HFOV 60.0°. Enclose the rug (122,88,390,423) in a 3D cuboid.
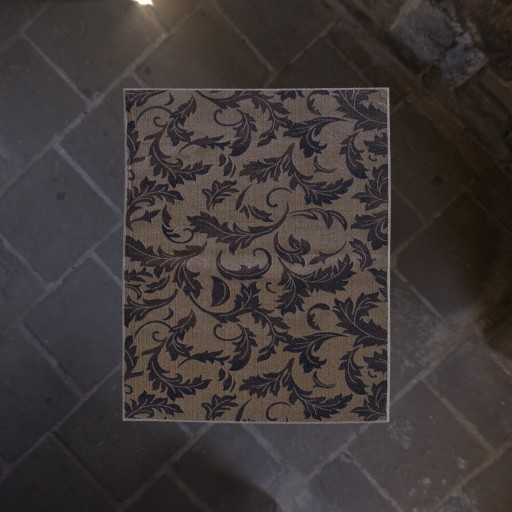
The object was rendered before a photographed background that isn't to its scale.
[{"bbox_3d":[0.000,0.000,3.938,2.380,0.008,2.977,0,90,1],"label":"rug"}]
